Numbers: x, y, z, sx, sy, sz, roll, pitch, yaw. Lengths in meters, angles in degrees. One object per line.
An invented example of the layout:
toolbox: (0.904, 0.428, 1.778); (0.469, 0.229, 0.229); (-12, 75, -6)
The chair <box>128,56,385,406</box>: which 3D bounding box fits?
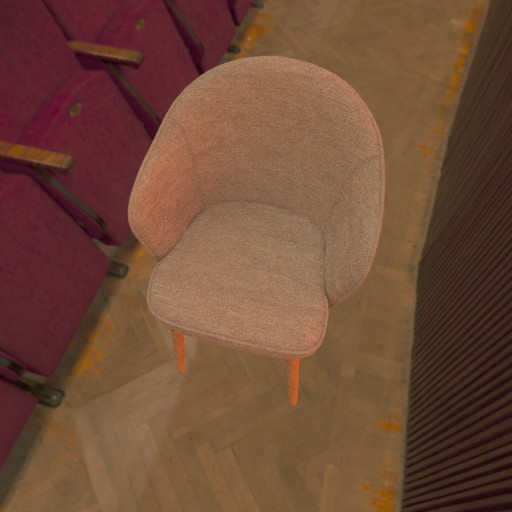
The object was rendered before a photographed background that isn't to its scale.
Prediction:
chair: (0.000, 0.000, 1.152); (0.540, 0.800, 0.530); (13, 57, 9)
